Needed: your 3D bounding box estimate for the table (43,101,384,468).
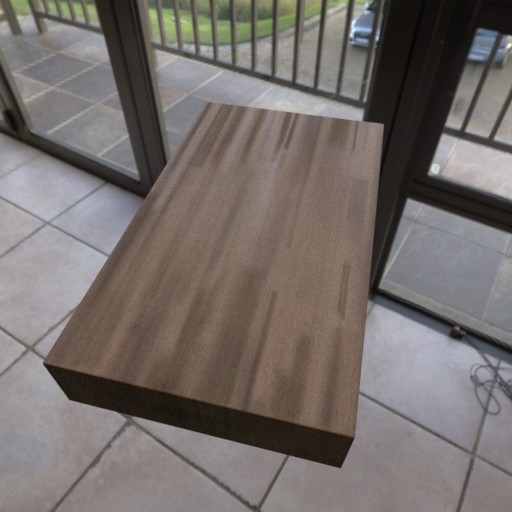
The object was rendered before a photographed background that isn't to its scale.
[{"bbox_3d":[0.000,0.000,1.343,0.643,0.347,1.088,10,49,9],"label":"table"}]
